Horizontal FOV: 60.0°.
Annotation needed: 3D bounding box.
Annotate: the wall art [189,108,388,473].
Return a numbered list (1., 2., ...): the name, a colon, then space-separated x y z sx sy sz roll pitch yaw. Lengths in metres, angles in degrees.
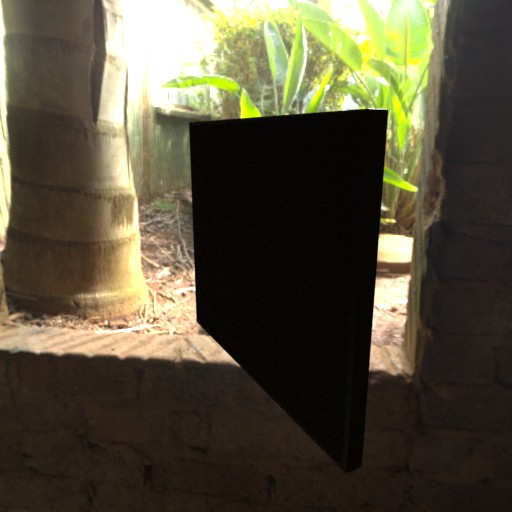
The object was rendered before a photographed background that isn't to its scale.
1. wall art: 0.000 0.000 0.768 0.029 0.458 0.559 -8 17 -27
